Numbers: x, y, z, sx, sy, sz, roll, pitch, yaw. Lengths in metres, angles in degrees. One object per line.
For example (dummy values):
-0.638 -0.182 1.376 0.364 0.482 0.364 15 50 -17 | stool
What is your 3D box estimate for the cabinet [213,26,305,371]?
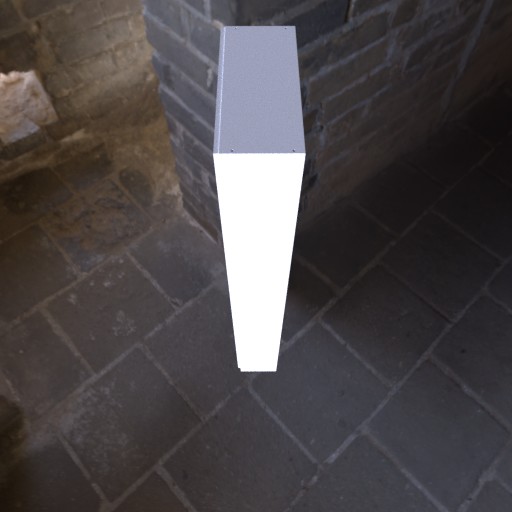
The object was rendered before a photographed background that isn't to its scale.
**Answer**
0.000 0.000 1.936 0.230 1.790 0.500 0 59 0 | cabinet
